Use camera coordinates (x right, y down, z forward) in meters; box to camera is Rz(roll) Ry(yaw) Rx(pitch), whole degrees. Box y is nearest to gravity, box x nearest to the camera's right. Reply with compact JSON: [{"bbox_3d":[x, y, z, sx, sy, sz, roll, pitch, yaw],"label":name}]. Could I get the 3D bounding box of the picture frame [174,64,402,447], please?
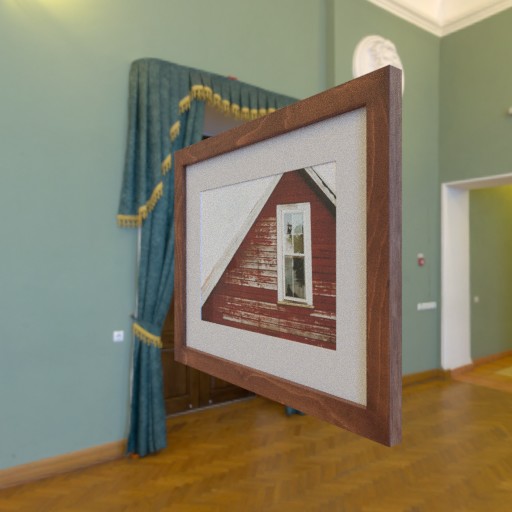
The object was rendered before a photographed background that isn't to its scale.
[{"bbox_3d":[0.000,0.000,0.759,0.025,0.457,0.559,0,0,-37],"label":"picture frame"}]
